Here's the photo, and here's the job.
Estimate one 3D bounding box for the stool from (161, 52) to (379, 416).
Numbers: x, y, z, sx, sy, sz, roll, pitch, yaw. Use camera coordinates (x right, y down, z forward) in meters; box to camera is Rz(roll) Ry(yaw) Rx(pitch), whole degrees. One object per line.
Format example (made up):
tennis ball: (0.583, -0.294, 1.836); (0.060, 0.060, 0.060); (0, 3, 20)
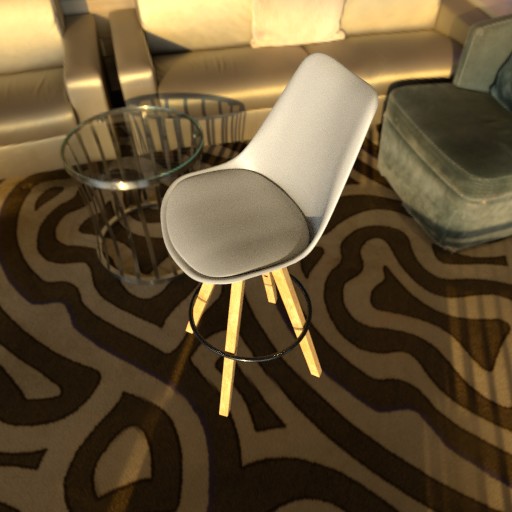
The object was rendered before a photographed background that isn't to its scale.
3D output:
stool: (0.000, 0.000, 1.431); (0.550, 1.115, 0.485); (-18, 49, -16)
